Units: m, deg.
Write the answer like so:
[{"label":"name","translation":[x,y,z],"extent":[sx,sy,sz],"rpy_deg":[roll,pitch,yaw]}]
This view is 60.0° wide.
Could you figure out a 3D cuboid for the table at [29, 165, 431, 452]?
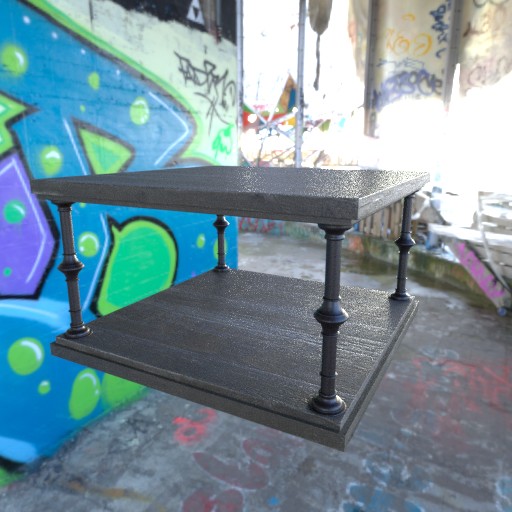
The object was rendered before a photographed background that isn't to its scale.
[{"label":"table","translation":[0.000,0.000,1.108],"extent":[0.696,0.400,0.696],"rpy_deg":[8,16,28]}]
